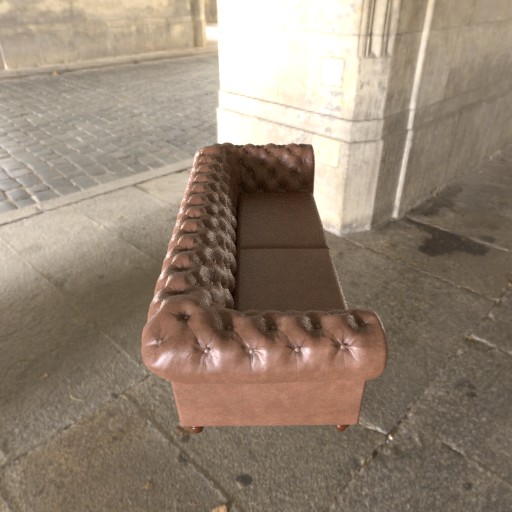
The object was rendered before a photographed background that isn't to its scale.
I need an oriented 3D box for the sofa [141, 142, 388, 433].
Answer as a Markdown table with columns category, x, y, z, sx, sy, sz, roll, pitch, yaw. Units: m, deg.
| category | x | y | z | sx | sy | sz | roll | pitch | yaw |
| --- | --- | --- | --- | --- | --- | --- | --- | --- | --- |
| sofa | 0.000 | 0.000 | 2.755 | 0.944 | 0.783 | 2.385 | 0 | 32 | -1 |
